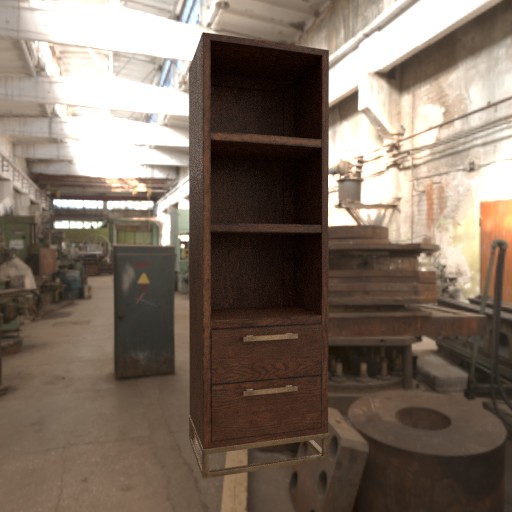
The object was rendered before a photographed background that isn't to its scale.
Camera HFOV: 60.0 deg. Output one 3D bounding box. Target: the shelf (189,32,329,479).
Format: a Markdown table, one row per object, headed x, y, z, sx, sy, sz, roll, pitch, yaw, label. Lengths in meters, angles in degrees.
| x | y | z | sx | sy | sz | roll | pitch | yaw | label |
| --- | --- | --- | --- | --- | --- | --- | --- | --- | --- |
| 0.000 | 0.000 | 1.962 | 0.539 | 1.732 | 0.395 | 0 | 1 | -17 | shelf |
